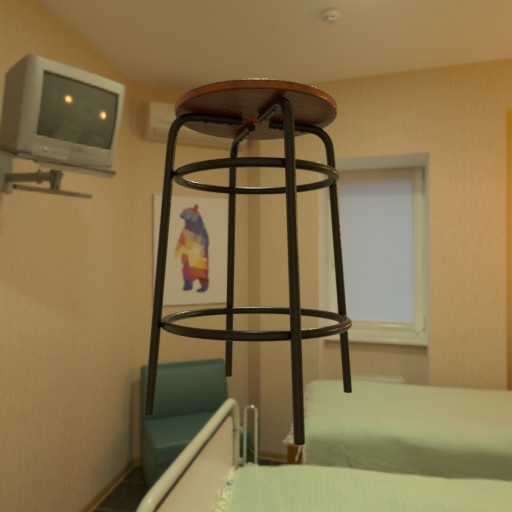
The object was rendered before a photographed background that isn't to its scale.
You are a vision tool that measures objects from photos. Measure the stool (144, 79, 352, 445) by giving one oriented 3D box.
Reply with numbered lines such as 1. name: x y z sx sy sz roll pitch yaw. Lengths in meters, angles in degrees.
1. stool: 0.000 0.000 0.928 0.455 0.610 0.455 0 0 -19
